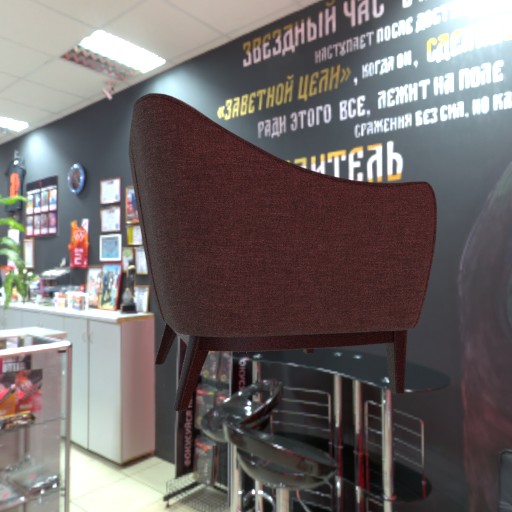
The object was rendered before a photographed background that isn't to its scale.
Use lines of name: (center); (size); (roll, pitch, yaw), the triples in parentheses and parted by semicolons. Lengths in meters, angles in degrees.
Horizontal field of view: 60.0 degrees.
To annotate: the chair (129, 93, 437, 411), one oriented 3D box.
chair: (0.000, 0.000, 1.544); (0.851, 0.829, 0.870); (0, -2, -18)
